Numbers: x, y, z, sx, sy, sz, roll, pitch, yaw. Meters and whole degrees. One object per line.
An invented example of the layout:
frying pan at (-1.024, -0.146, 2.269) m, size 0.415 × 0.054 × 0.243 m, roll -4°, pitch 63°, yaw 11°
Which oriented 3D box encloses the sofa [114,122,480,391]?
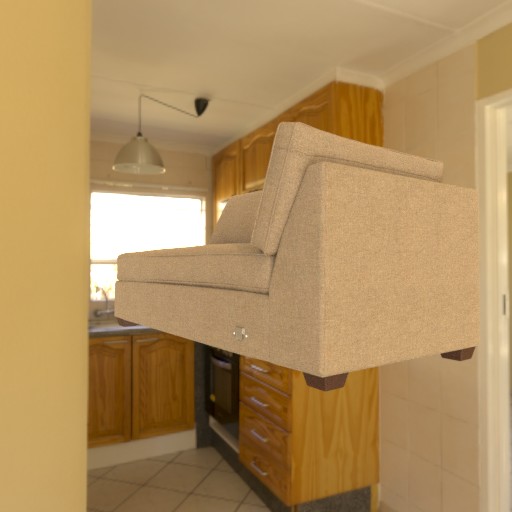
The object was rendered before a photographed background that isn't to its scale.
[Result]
sofa at (0.000, 0.000, 2.743) m, size 1.110 × 1.019 × 2.238 m, roll 1°, pitch -1°, yaw -36°
